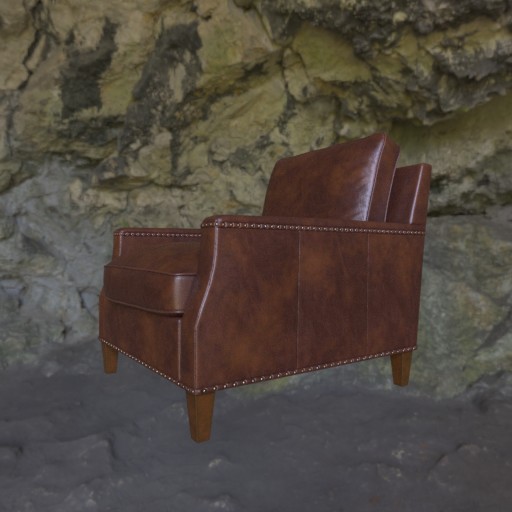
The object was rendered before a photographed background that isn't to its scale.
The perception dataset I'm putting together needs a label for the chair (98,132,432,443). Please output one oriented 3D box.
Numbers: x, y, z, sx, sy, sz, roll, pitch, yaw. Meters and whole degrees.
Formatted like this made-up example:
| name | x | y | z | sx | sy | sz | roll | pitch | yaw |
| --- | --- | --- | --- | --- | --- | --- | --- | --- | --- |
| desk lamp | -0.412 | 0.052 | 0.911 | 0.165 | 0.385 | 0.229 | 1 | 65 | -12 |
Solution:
| name | x | y | z | sx | sy | sz | roll | pitch | yaw |
| --- | --- | --- | --- | --- | --- | --- | --- | --- | --- |
| chair | 0.000 | 0.000 | 1.697 | 1.014 | 0.929 | 0.853 | 0 | 1 | -35 |
